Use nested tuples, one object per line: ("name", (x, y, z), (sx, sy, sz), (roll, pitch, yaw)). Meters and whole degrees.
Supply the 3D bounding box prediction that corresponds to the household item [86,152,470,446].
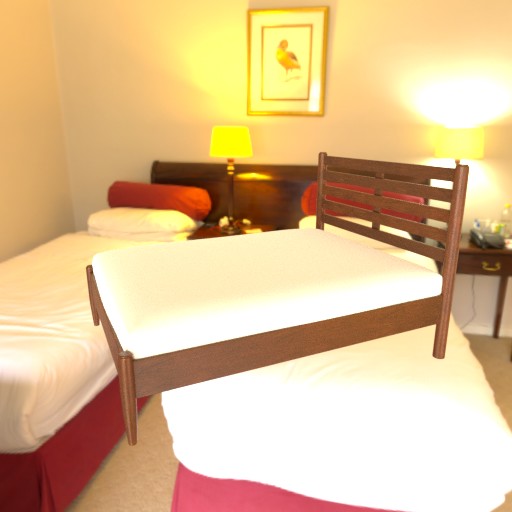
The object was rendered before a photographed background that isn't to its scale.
("household item", (0.000, 0.000, 3.235), (2.232, 1.356, 1.663), (-8, 18, -24))
